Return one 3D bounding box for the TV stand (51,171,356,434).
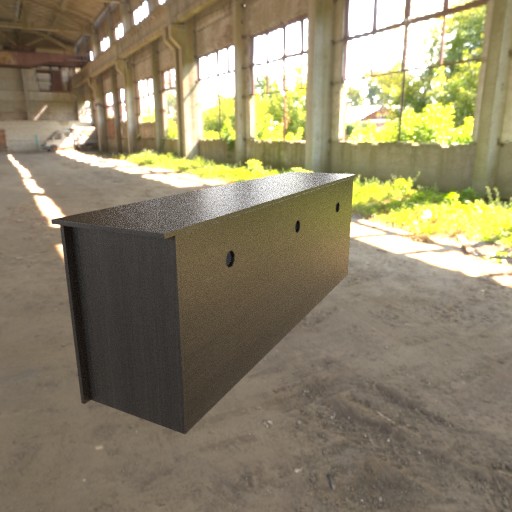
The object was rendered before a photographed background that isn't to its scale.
[{"bbox_3d":[0.000,0.000,2.024,0.406,0.610,1.778,8,17,26],"label":"TV stand"}]
